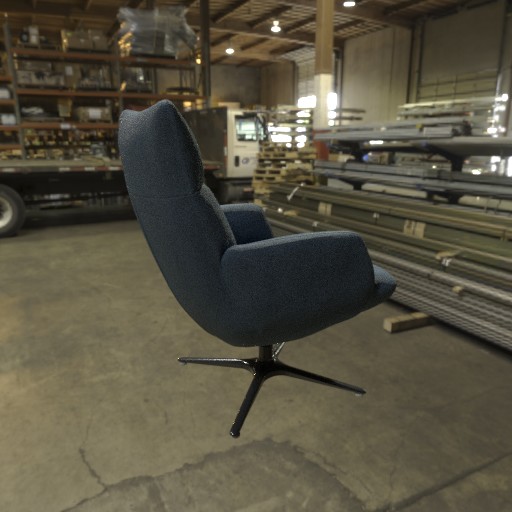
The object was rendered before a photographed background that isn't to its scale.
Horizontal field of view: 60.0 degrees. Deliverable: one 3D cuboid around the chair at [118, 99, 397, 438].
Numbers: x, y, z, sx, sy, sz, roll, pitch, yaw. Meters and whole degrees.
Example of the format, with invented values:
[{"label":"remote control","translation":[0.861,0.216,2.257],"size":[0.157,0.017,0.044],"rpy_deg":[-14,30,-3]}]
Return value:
[{"label":"chair","translation":[0.000,0.000,1.610],"size":[0.889,1.016,0.711],"rpy_deg":[-8,17,-26]}]
